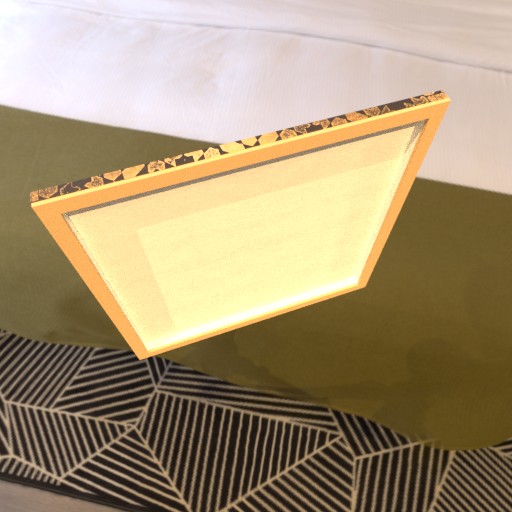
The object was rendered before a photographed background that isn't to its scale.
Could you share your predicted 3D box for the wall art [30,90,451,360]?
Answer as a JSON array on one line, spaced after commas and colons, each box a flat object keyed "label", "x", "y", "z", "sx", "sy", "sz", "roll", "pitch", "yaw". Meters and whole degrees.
[{"label": "wall art", "x": 0.000, "y": 0.000, "z": 1.314, "sx": 0.914, "sy": 0.914, "sz": 0.038, "roll": -17, "pitch": 60, "yaw": -10}]
